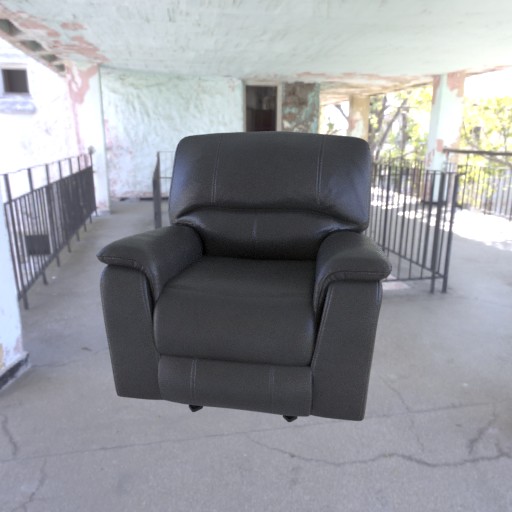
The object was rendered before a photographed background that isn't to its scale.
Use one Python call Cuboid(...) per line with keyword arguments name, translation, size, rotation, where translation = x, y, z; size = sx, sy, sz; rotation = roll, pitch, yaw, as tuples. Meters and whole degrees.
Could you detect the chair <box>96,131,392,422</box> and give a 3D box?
Cuboid(name="chair", translation=(0.000, 0.000, 2.027), size=(1.096, 1.109, 1.087), rotation=(3, 15, 9))
